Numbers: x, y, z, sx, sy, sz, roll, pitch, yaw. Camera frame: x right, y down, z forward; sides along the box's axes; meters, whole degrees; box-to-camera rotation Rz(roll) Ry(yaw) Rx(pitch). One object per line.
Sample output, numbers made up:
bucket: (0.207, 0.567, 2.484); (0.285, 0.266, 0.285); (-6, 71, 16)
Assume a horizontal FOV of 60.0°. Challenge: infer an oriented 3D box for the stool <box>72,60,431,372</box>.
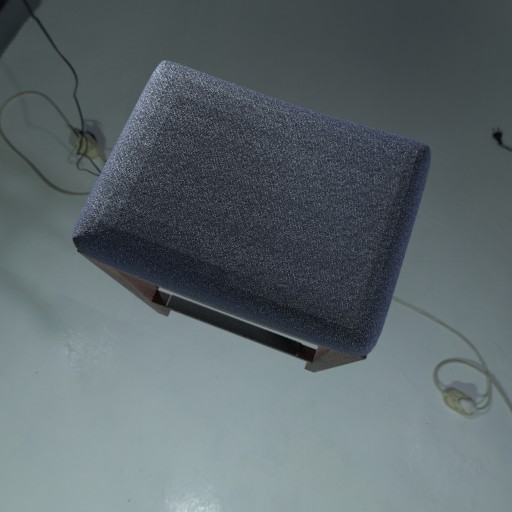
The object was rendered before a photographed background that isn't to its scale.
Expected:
stool: (0.000, 0.000, 1.022); (0.498, 0.740, 0.358); (20, 75, 5)
